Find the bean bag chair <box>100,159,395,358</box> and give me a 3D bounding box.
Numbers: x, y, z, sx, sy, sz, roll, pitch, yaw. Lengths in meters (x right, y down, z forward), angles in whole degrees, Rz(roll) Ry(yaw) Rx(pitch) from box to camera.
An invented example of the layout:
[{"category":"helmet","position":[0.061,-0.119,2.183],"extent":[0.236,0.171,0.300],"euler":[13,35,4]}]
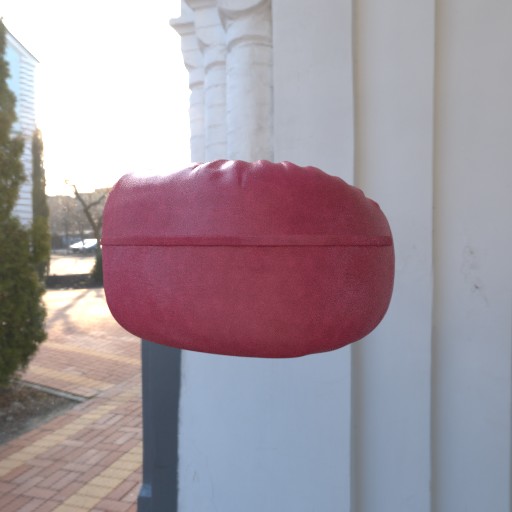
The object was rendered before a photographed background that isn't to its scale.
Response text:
[{"category":"bean bag chair","position":[0.000,0.000,2.454],"extent":[1.524,0.878,1.524],"euler":[1,2,35]}]
